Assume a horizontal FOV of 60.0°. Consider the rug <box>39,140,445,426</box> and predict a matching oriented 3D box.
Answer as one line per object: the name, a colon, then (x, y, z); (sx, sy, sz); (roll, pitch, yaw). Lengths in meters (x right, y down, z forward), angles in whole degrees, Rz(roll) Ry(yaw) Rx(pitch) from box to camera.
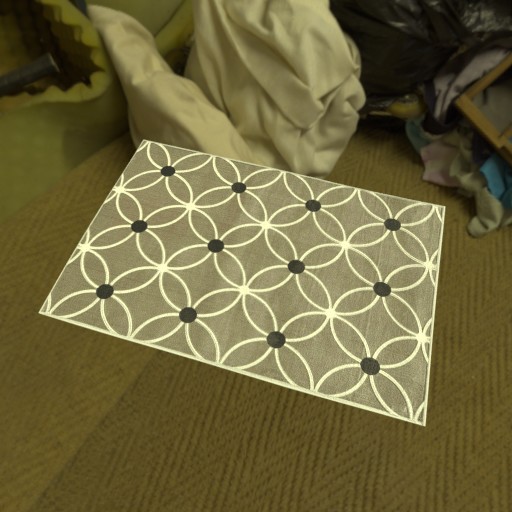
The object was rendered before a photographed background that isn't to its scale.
rug: (0.000, 0.000, 2.859); (2.284, 0.008, 1.522); (14, 59, 9)
